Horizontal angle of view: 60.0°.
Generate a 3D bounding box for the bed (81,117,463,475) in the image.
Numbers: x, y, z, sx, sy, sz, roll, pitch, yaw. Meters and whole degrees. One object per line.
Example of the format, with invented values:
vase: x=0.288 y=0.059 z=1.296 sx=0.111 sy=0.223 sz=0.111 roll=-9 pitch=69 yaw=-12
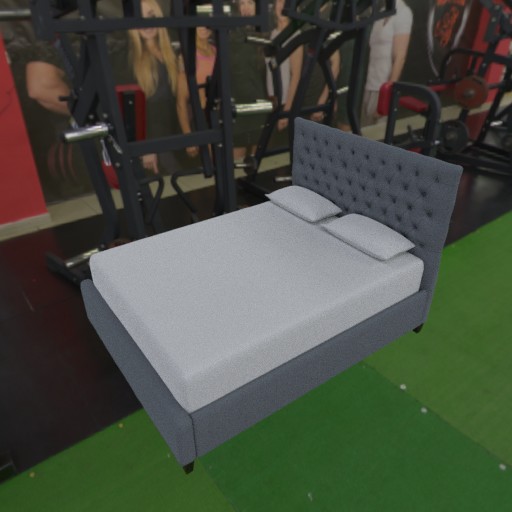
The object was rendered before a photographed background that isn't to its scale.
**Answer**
bed: x=0.000 y=0.000 z=3.322 sx=2.231 sy=1.427 sz=1.698 roll=-20 pitch=36 yaw=-30
